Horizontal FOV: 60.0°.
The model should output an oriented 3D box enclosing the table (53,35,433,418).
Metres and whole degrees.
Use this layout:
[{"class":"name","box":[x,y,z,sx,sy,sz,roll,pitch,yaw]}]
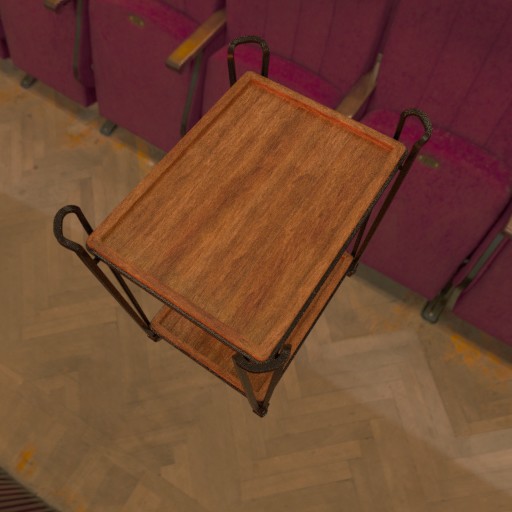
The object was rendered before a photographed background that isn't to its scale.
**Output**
[{"class":"table","box":[0.000,0.000,1.223,0.505,0.785,0.672,31,68,14]}]
